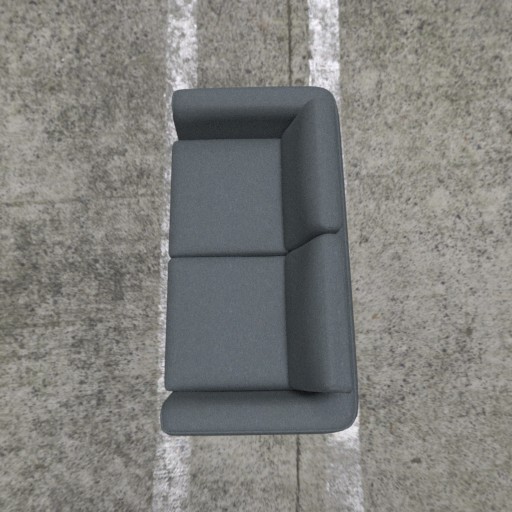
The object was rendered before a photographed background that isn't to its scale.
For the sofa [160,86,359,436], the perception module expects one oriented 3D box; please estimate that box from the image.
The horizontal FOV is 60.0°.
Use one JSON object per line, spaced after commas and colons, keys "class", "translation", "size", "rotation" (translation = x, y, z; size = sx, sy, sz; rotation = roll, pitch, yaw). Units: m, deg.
{"class": "sofa", "translation": [0.000, 0.000, 2.281], "size": [0.920, 0.850, 1.700], "rotation": [-1, 76, 0]}
